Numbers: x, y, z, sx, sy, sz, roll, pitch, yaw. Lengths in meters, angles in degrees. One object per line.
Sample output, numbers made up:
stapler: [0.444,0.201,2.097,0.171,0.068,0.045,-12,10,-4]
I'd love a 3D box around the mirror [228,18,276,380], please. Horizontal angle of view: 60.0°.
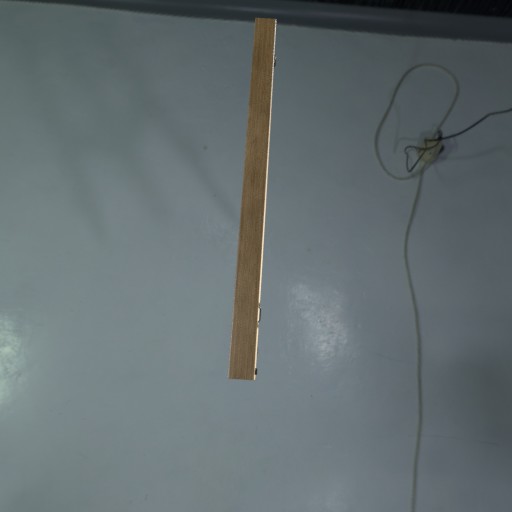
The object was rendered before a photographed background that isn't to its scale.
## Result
mirror: [0.000,0.000,1.134,0.041,0.915,0.609,3,75,1]
